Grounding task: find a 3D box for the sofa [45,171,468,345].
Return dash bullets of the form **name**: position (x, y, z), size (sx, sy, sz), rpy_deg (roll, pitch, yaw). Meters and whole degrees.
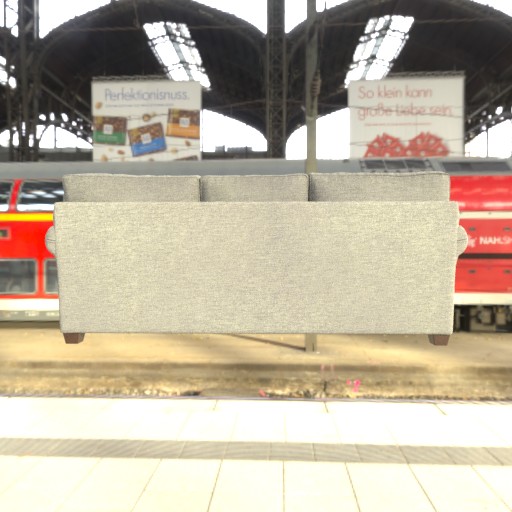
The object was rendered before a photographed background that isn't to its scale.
- **sofa**: position (0.000, 0.000, 2.806), size (2.312, 0.975, 0.965), rpy_deg (0, 0, 1)
